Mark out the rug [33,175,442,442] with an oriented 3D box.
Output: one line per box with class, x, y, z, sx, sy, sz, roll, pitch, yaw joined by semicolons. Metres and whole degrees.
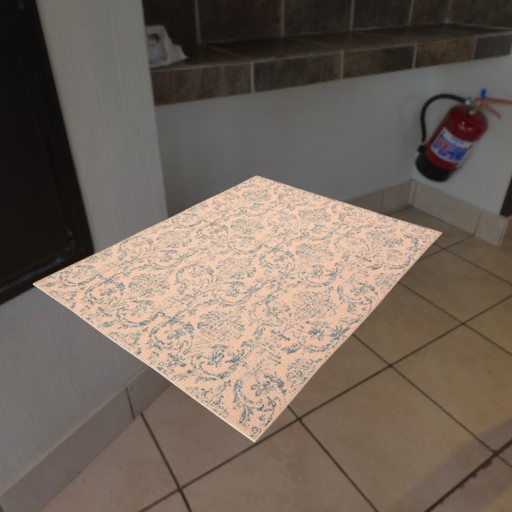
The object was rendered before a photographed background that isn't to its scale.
rug;0.000;0.000;4.038;2.363;0.012;2.980;23;39;32
